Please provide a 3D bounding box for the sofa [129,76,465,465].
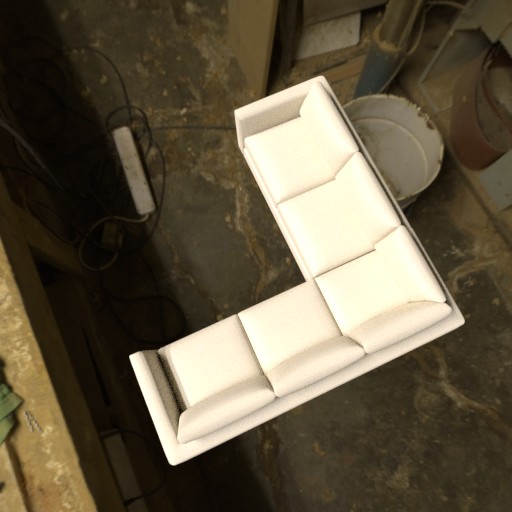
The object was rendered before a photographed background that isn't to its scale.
[{"bbox_3d":[0.000,0.000,3.776,2.448,0.867,2.430,-24,77,-6],"label":"sofa"}]
